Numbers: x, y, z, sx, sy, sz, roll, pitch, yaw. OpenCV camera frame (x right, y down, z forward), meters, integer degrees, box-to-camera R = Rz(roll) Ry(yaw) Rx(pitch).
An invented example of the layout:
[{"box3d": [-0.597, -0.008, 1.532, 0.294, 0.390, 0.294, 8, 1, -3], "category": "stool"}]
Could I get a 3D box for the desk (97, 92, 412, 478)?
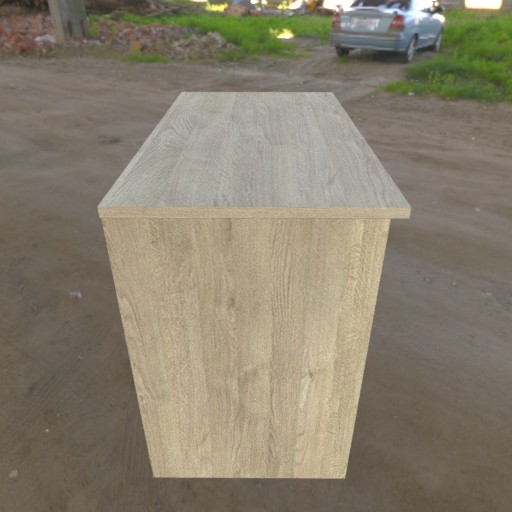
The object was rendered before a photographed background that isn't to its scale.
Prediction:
[{"box3d": [0.000, 0.000, 1.270, 0.498, 0.724, 0.893, 0, 31, 0], "category": "desk"}]
